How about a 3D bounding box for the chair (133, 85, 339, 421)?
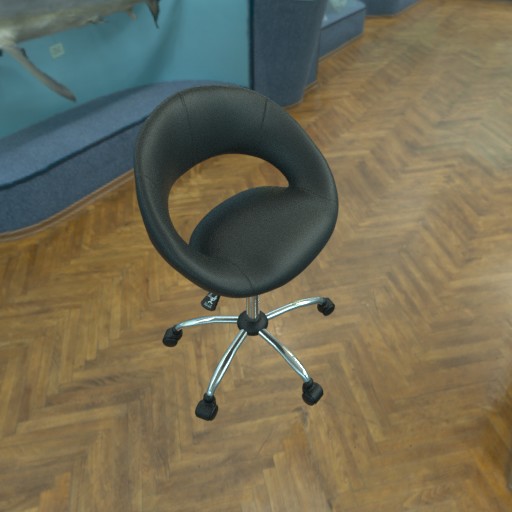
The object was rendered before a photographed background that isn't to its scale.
[{"bbox_3d":[0.000,0.000,1.194,0.538,0.791,0.612,25,47,26],"label":"chair"}]
